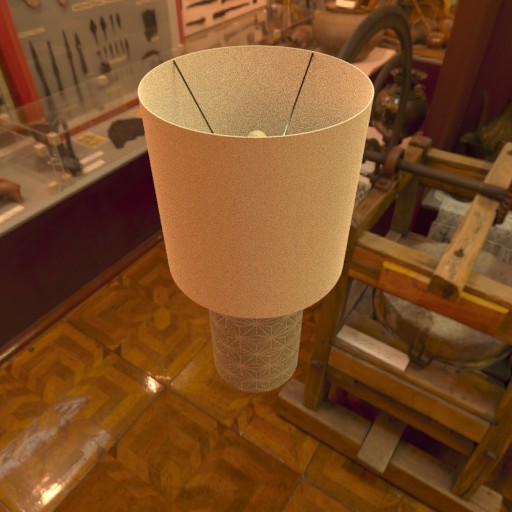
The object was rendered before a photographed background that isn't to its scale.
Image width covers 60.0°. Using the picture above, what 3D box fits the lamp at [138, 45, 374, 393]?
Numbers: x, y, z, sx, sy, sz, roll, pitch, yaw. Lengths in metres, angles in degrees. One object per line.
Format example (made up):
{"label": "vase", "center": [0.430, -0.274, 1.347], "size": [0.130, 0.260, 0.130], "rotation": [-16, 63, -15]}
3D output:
{"label": "lamp", "center": [0.000, 0.000, 0.533], "size": [0.206, 0.416, 0.206], "rotation": [26, 48, 25]}
